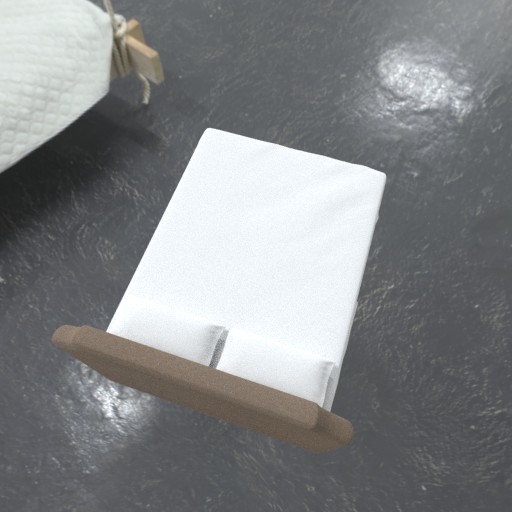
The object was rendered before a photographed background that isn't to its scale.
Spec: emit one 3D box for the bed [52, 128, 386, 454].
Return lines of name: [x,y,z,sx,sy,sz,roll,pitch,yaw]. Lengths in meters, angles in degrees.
bed: [0.000,0.000,3.132,1.693,1.290,2.116,17,65,8]
